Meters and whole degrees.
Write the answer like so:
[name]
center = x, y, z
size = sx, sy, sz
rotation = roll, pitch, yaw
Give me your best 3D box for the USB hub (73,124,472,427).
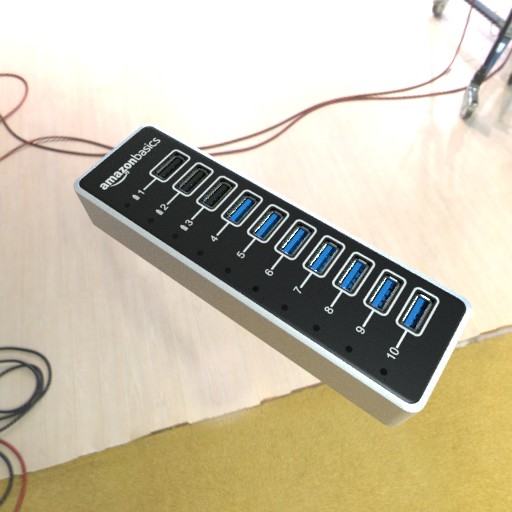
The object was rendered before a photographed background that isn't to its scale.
[USB hub]
center = 0.000, 0.000, 0.165
size = 0.145, 0.023, 0.044
rotation = 32, 64, 18
